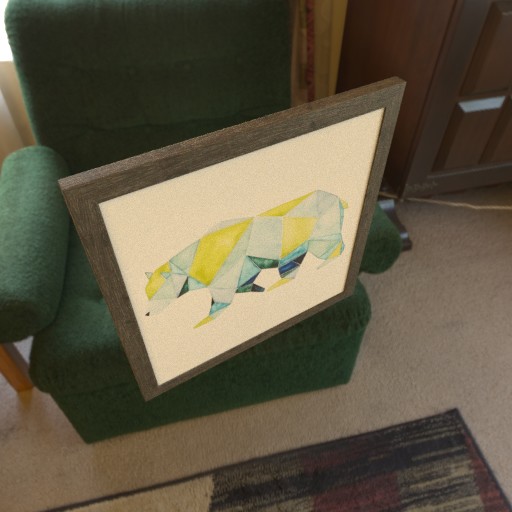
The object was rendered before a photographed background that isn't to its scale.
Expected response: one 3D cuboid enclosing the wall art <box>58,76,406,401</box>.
[{"bbox_3d":[0.000,0.000,0.693,0.462,0.459,0.027,-24,51,-21],"label":"wall art"}]
